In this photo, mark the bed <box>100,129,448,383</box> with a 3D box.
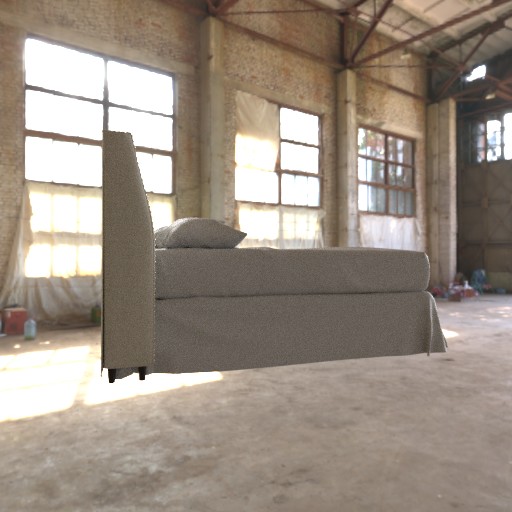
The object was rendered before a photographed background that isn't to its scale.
[{"bbox_3d":[0.000,0.000,3.497,2.276,1.332,1.925,0,0,-18],"label":"bed"}]
